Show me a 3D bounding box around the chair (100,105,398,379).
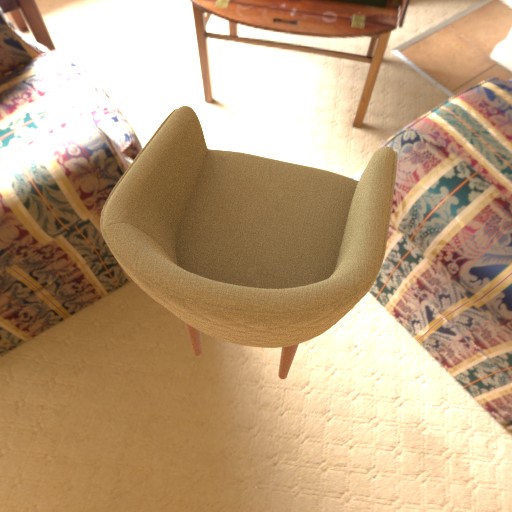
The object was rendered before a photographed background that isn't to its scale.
[{"bbox_3d":[0.000,0.000,1.207,0.584,0.775,0.616,14,63,7],"label":"chair"}]
